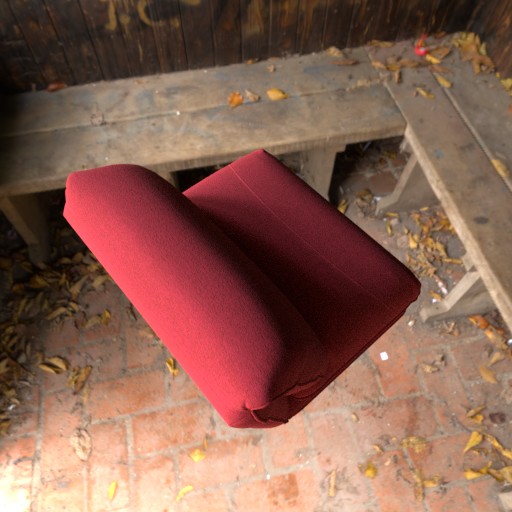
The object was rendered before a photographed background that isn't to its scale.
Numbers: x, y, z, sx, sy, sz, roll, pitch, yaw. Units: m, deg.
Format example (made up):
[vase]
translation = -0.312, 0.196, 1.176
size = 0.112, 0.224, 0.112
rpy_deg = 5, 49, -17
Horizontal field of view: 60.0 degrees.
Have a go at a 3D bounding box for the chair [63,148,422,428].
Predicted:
[chair]
translation = 0.000, 0.000, 1.367
size = 0.780, 0.580, 0.820
rpy_deg = -36, 65, -20
